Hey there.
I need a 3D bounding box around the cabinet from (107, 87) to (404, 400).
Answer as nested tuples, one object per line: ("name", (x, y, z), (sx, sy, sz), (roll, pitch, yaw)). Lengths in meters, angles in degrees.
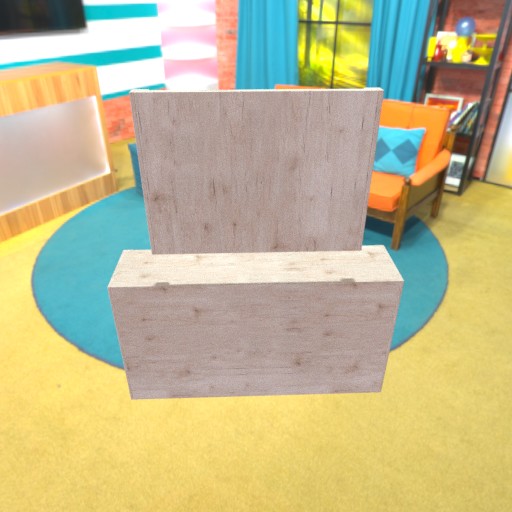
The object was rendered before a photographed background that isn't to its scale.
("cabinet", (0.000, 0.000, 2.682), (1.700, 1.981, 0.420), (-1, 31, -2))
